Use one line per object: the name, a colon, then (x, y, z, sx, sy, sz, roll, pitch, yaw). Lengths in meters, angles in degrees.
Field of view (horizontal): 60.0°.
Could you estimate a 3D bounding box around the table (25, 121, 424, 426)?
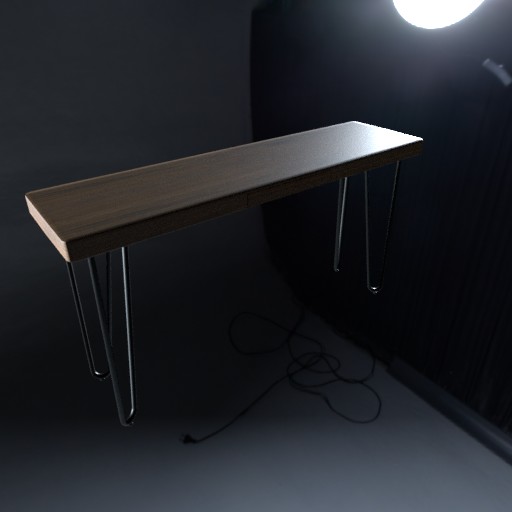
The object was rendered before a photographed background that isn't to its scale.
table: (0.000, 0.000, 1.908, 1.570, 0.834, 0.425, -21, 37, -31)
